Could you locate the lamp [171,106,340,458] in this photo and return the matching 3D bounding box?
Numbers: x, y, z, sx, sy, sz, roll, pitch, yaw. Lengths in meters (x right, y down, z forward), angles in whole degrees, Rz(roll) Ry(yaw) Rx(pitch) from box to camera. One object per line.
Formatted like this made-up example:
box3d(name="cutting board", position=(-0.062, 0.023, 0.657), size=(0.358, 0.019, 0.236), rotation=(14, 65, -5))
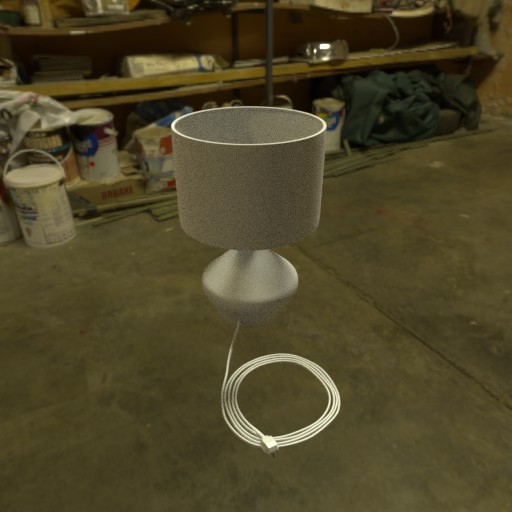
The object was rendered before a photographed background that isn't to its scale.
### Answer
box3d(name="lamp", position=(0.000, 0.000, 0.877), size=(0.401, 0.457, 0.546), rotation=(8, 31, 13))
